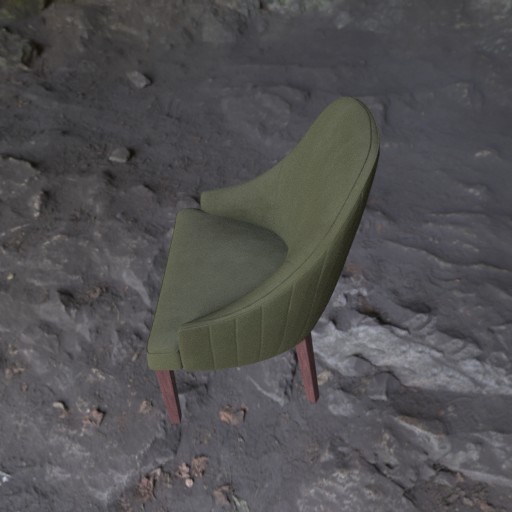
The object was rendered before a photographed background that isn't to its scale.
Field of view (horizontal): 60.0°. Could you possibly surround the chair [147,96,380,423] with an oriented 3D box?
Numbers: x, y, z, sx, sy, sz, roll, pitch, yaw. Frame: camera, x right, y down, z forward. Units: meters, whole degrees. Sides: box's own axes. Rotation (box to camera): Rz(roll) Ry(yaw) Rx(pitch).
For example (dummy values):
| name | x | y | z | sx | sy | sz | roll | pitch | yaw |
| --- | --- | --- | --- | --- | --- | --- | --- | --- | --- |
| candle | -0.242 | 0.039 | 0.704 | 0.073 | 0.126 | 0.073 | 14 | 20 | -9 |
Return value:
| name | x | y | z | sx | sy | sz | roll | pitch | yaw |
| --- | --- | --- | --- | --- | --- | --- | --- | --- | --- |
| chair | 0.000 | 0.000 | 1.335 | 0.575 | 0.889 | 0.643 | 0 | 42 | 0 |
